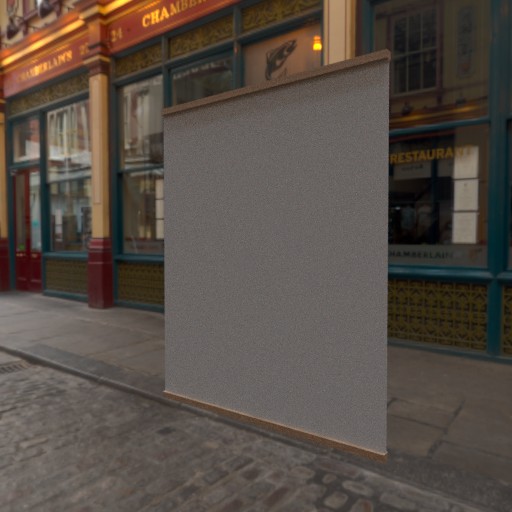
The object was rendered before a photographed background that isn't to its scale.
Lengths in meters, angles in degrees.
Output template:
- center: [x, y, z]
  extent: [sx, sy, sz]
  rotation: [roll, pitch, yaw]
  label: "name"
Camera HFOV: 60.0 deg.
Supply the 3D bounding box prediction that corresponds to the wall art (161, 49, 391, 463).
- center: [0.000, 0.000, 0.668]
  extent: [0.405, 0.508, 0.012]
  rotation: [1, 2, 37]
  label: "wall art"
